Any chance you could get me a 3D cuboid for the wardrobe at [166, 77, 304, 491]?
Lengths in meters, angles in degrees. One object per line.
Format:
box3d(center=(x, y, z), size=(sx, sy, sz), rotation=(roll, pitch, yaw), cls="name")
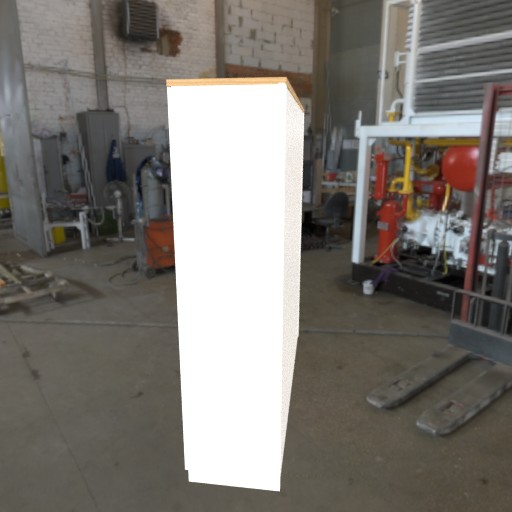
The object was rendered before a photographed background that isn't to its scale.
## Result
box3d(center=(0.000, 0.000, 3.379), size=(0.590, 2.260, 2.160), rotation=(2, 15, 8), cls="wardrobe")
